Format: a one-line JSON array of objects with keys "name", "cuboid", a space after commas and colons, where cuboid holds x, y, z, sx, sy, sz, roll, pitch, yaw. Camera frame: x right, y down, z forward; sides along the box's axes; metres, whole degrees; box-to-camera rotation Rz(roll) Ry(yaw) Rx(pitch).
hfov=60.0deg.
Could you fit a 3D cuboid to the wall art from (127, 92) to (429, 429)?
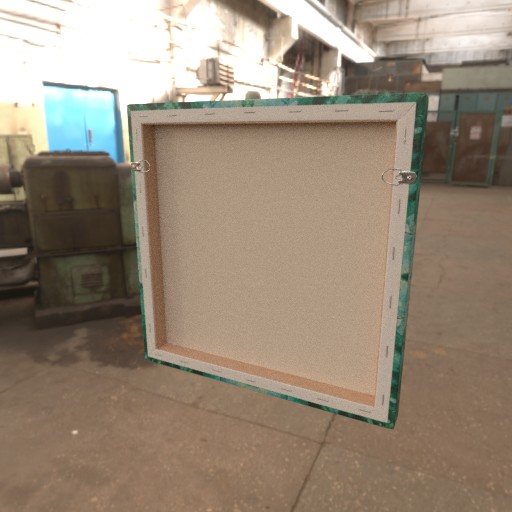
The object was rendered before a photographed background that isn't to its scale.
[{"name": "wall art", "cuboid": [0.000, 0.000, 0.761, 0.507, 0.508, 0.038, 8, 17, 26]}]
